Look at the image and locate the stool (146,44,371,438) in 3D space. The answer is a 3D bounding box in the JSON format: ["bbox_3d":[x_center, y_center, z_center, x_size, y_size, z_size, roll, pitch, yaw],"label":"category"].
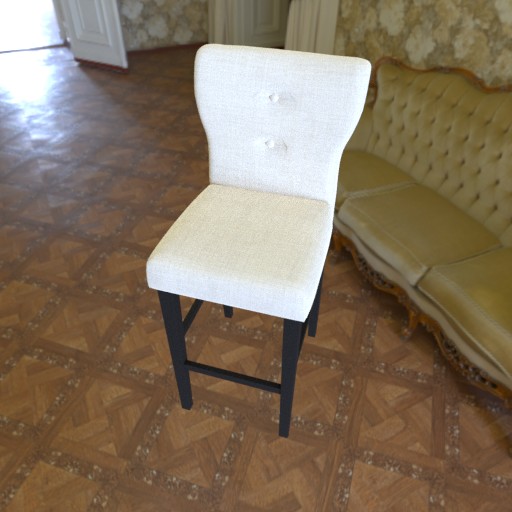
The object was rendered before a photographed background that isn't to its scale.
[{"bbox_3d":[0.000,0.000,1.442,0.516,1.124,0.603,11,41,13],"label":"stool"}]
